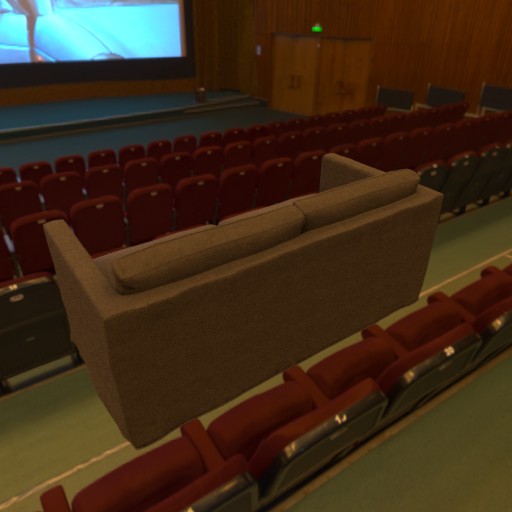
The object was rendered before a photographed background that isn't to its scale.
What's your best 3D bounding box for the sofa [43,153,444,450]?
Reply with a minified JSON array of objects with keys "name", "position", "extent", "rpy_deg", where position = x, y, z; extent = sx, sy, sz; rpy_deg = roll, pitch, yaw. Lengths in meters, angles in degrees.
[{"name":"sofa","position":[0.000,0.000,2.486],"extent":[1.982,0.855,0.953],"rpy_deg":[-20,36,-30]}]
